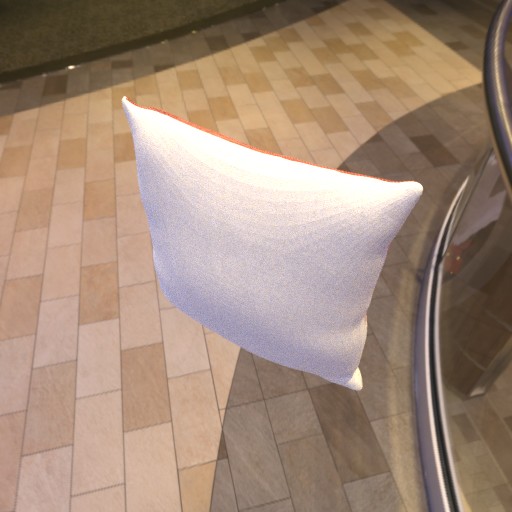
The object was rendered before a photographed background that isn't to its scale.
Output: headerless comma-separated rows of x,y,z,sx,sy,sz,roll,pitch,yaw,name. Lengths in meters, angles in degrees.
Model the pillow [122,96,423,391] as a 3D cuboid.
0.000,0.000,0.705,0.440,0.441,0.182,23,50,20,pillow
